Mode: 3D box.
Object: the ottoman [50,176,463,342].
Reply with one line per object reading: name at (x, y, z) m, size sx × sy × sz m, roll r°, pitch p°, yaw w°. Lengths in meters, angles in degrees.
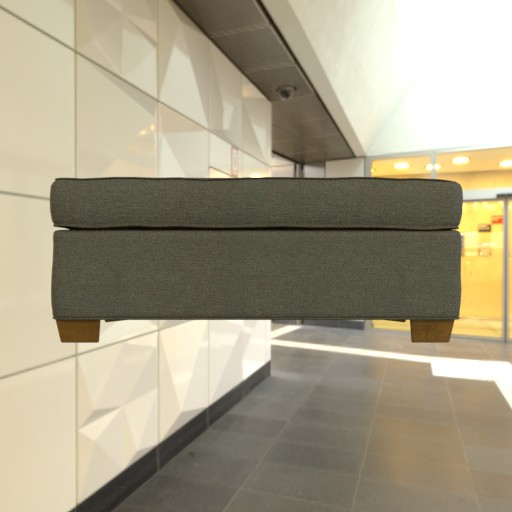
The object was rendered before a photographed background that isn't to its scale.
ottoman at (0.000, 0.000, 1.402) m, size 1.110 × 0.460 × 0.515 m, roll 0°, pitch 0°, yaw 0°
